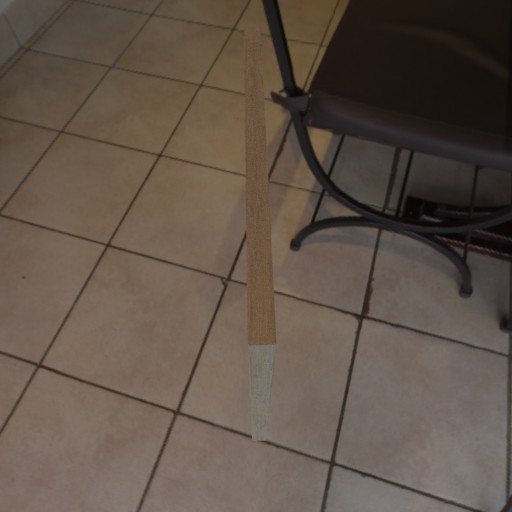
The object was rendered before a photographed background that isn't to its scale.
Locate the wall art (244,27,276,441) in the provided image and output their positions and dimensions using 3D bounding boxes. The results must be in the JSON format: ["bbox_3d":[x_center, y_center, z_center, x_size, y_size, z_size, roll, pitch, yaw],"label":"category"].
[{"bbox_3d":[0.000,0.000,1.131,0.039,0.758,0.758,-1,58,-1],"label":"wall art"}]
